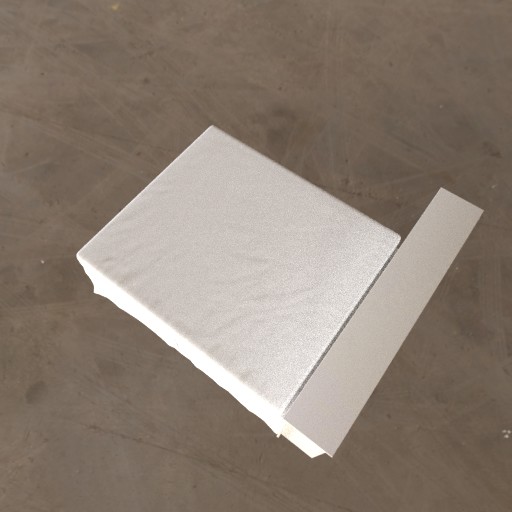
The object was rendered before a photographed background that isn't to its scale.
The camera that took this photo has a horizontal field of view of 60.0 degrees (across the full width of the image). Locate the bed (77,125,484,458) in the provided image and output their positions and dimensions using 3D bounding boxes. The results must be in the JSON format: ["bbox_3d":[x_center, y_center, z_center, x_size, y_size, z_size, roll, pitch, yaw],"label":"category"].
[{"bbox_3d":[0.000,0.000,3.105,2.133,1.092,1.671,34,68,16],"label":"bed"}]
